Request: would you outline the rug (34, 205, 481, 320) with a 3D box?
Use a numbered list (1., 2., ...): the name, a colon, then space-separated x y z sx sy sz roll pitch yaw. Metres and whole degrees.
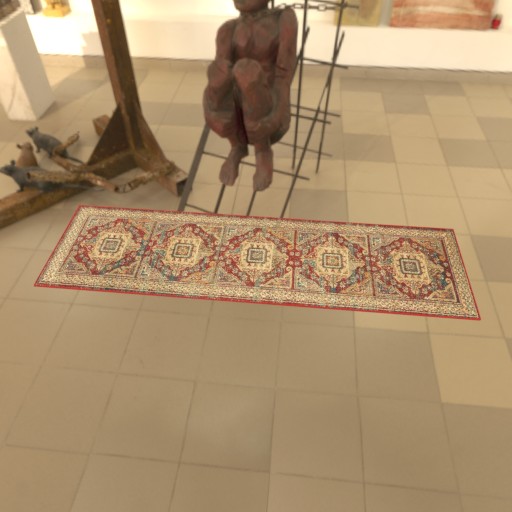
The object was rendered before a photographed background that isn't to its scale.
1. rug: 0.000 0.000 2.483 2.292 0.015 0.659 4 47 4
